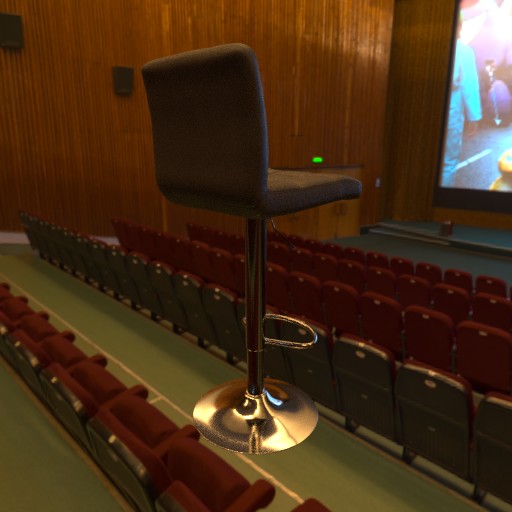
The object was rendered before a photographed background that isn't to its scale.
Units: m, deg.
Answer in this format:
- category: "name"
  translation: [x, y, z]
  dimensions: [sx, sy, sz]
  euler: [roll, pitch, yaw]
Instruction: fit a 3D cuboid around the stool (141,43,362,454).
- category: "stool"
  translation: [0.000, 0.000, 1.374]
  dimensions: [0.505, 1.115, 0.430]
  euler: [-15, 21, -43]
